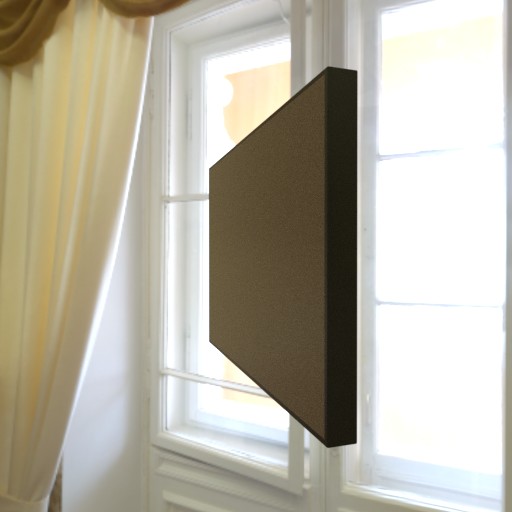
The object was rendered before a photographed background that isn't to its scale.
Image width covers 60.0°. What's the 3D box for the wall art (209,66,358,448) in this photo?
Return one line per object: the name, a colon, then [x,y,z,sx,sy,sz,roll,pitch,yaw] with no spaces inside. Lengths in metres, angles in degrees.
wall art: [0.000,0.000,1.196,0.058,0.640,0.939,0,0,-18]
